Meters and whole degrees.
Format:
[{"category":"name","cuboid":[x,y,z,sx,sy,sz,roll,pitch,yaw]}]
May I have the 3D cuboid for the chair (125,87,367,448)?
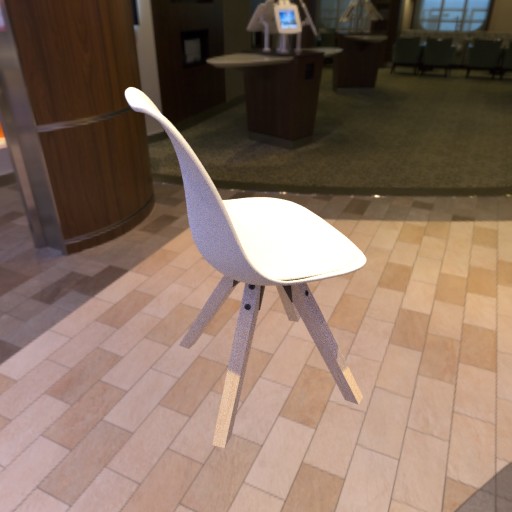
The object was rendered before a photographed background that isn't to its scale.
[{"category":"chair","cuboid":[0.000,0.000,1.183,0.550,0.850,0.485,-11,32,-18]}]
